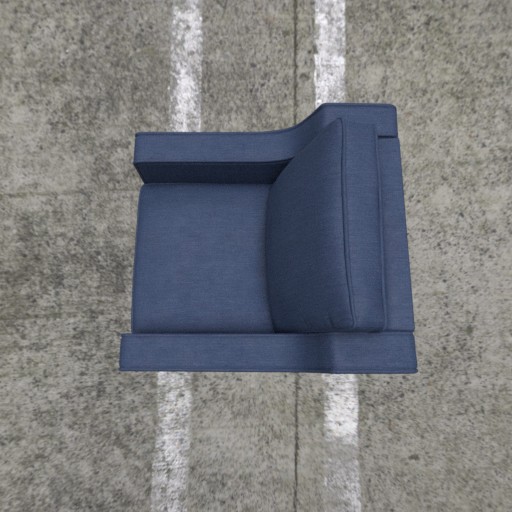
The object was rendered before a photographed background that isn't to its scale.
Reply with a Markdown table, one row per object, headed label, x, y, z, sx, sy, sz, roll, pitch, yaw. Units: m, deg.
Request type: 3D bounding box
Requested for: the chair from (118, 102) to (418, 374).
| label | x | y | z | sx | sy | sz | roll | pitch | yaw |
| --- | --- | --- | --- | --- | --- | --- | --- | --- | --- |
| chair | 0.000 | 0.000 | 1.647 | 0.909 | 0.960 | 0.831 | 0 | 76 | 0 |
